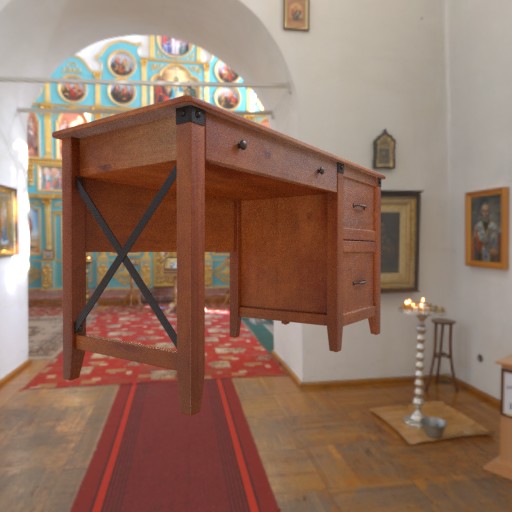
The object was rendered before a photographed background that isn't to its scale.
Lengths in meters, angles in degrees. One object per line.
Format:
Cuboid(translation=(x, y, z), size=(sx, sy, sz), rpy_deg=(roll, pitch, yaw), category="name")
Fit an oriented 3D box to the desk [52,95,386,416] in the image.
Cuboid(translation=(0.000, 0.000, 1.732), size=(0.574, 0.756, 1.353), rpy_deg=(0, 1, 35), category="desk")
